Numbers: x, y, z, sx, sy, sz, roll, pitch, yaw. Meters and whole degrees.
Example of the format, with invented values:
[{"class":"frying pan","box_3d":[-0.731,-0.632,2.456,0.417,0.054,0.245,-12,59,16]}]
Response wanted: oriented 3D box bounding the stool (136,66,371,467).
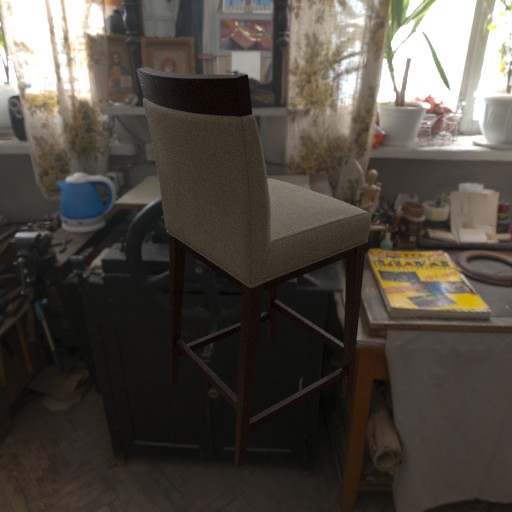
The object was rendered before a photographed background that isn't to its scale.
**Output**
[{"class":"stool","box_3d":[0.000,0.000,1.293,0.480,1.011,0.463,-18,30,-33]}]
